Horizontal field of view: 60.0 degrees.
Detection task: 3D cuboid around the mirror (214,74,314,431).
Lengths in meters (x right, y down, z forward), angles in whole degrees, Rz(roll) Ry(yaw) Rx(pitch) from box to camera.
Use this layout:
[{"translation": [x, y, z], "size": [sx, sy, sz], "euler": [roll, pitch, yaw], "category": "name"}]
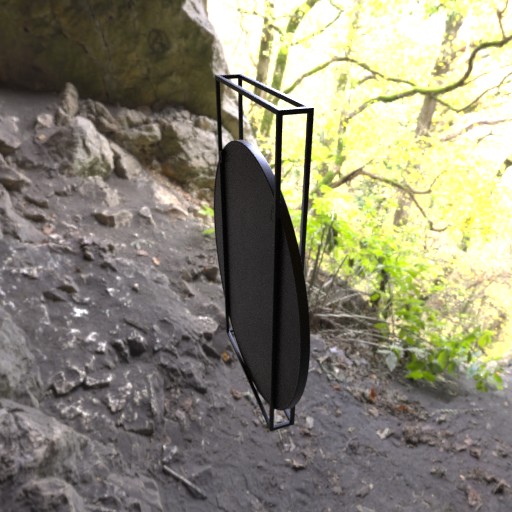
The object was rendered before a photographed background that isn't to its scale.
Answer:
[{"translation": [0.000, 0.000, 0.841], "size": [0.051, 0.603, 0.508], "euler": [-10, 31, -16], "category": "mirror"}]
